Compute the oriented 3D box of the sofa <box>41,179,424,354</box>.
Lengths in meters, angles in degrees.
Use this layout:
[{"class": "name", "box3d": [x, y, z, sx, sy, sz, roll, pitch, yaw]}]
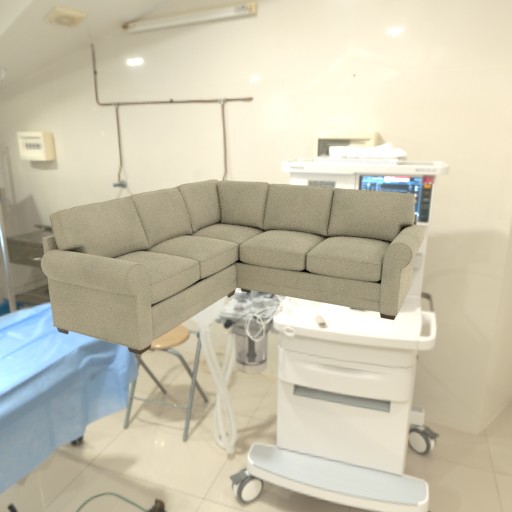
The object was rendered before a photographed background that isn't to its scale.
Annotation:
[{"class": "sofa", "box3d": [0.000, 0.000, 3.938, 2.562, 1.053, 2.487, 8, 17, 26]}]
